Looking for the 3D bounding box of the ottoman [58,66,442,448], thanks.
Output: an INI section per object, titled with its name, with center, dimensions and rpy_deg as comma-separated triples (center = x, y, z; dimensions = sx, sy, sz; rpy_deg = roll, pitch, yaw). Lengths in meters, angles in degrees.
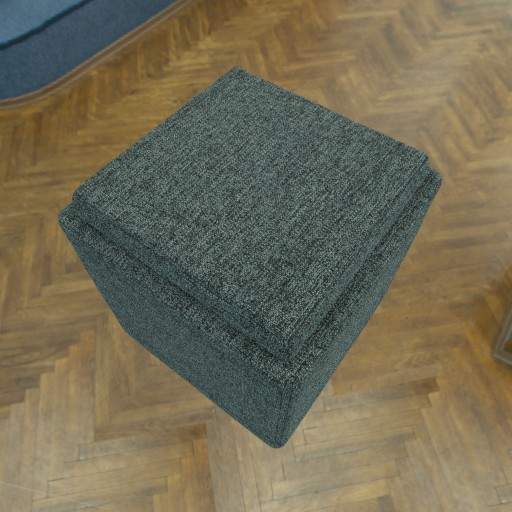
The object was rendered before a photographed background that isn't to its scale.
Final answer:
[ottoman]
center = 0.000, 0.000, 0.838
dimensions = 0.450, 0.463, 0.450
rpy_deg = 32, 62, 19
